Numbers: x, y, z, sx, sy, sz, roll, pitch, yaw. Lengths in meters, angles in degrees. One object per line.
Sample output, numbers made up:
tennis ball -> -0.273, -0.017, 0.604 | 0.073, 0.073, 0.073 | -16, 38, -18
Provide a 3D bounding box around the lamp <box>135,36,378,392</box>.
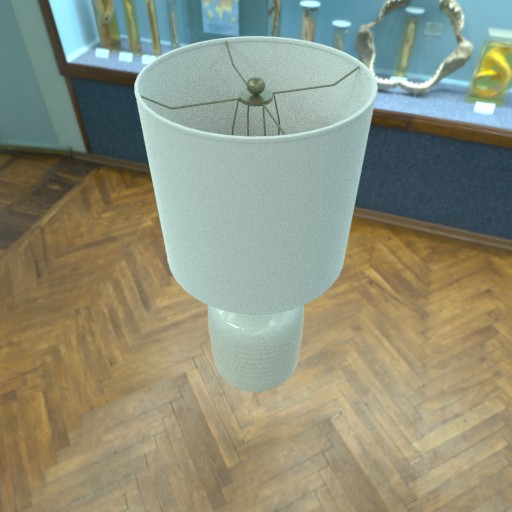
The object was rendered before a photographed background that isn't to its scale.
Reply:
lamp -> 0.000, 0.000, 0.485 | 0.188, 0.392, 0.188 | 15, 46, 15
